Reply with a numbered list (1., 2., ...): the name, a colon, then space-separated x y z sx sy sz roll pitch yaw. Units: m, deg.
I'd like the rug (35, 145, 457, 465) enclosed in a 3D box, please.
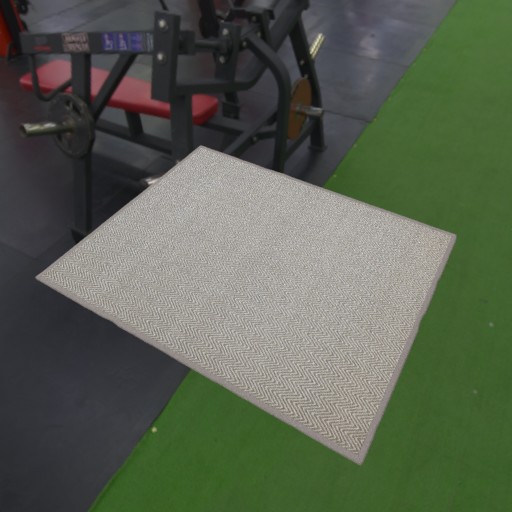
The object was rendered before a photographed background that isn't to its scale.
1. rug: 0.000 0.000 4.021 3.007 0.032 2.434 24 51 21
